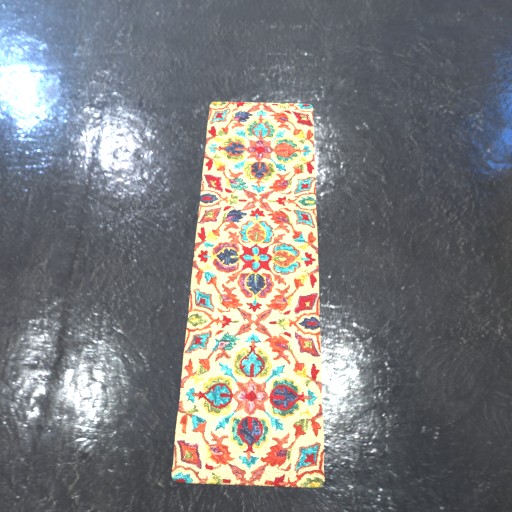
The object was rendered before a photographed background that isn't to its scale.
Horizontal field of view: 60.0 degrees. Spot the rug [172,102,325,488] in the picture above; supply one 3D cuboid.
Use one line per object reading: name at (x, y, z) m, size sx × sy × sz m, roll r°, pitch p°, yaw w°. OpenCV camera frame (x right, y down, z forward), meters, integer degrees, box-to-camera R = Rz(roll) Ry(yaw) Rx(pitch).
rug at (0.000, 0.000, 2.471) m, size 0.693 × 0.016 × 2.273 m, roll 2°, pitch 64°, yaw 1°
